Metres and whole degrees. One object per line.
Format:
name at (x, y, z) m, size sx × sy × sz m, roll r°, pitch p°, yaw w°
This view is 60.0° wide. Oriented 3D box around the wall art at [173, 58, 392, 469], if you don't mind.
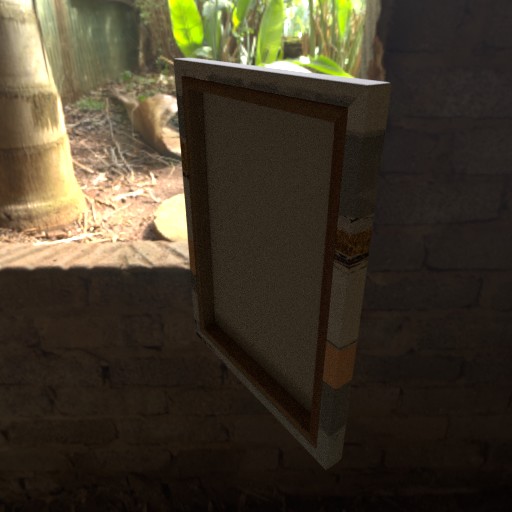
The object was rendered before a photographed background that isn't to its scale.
wall art at (0.000, 0.000, 0.776) m, size 0.038 × 0.609 × 0.456 m, roll -19°, pitch 33°, yaw -31°
